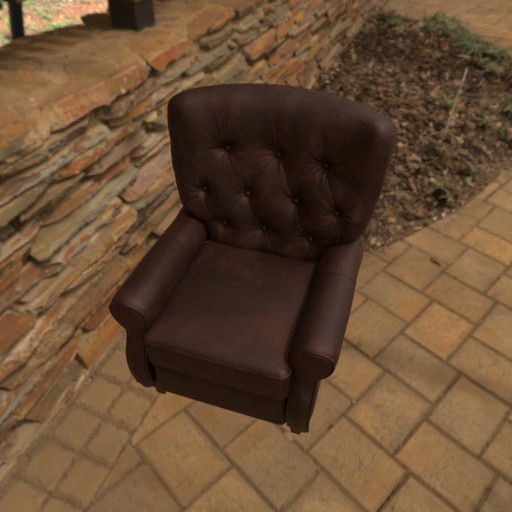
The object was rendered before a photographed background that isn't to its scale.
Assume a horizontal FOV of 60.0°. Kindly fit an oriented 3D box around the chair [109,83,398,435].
[{"bbox_3d":[0.000,0.000,1.911,0.948,1.158,1.058,12,43,13],"label":"chair"}]
